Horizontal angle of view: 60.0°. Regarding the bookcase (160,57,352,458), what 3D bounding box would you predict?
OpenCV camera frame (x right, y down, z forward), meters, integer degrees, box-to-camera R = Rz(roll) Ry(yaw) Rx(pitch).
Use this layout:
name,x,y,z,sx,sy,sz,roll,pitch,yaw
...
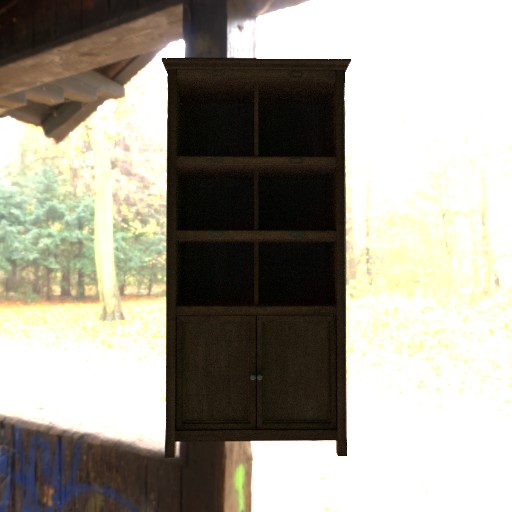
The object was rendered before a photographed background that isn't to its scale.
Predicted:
name,x,y,z,sx,sy,sz,roll,pitch,yaw
bookcase,0.000,0.000,2.243,0.906,1.880,0.348,0,-2,-1
